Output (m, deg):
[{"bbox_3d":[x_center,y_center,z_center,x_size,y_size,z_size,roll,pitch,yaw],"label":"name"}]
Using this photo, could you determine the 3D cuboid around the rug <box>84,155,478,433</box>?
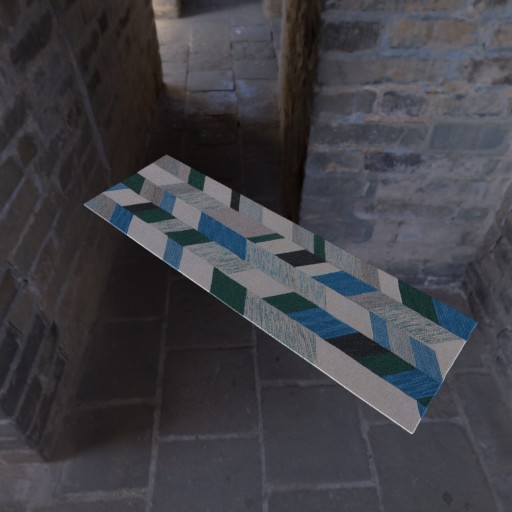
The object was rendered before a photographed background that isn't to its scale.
[{"bbox_3d":[0.000,0.000,2.686,2.437,0.008,0.774,31,54,26],"label":"rug"}]
